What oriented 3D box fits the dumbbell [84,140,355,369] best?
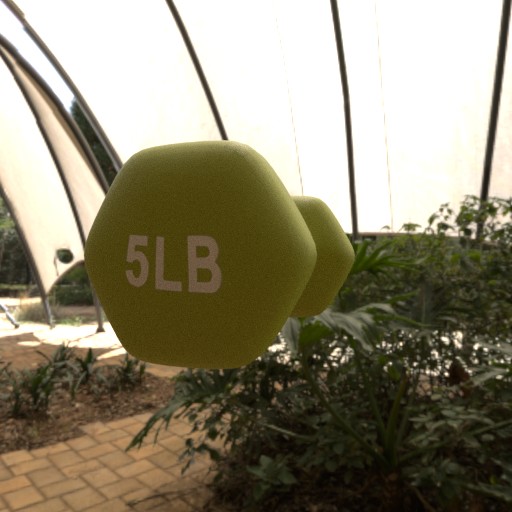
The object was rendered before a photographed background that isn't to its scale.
[{"bbox_3d":[0.000,0.000,0.208,0.080,0.072,0.164,0,0,19],"label":"dumbbell"}]
